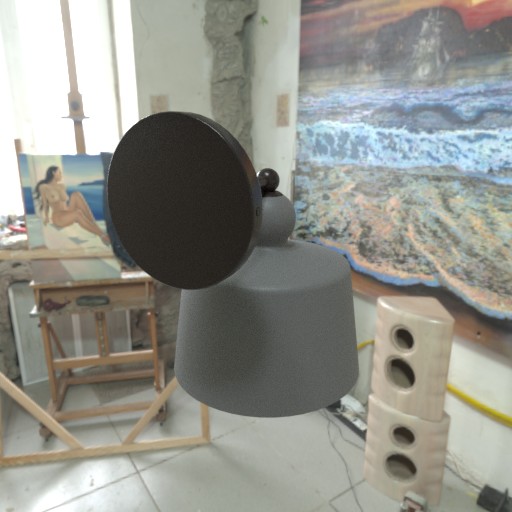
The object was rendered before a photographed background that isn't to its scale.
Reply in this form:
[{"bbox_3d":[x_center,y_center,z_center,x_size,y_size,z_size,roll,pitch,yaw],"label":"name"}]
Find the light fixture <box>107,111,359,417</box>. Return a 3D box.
[{"bbox_3d":[0.000,0.000,0.439,0.204,0.268,0.254,8,19,26],"label":"light fixture"}]
